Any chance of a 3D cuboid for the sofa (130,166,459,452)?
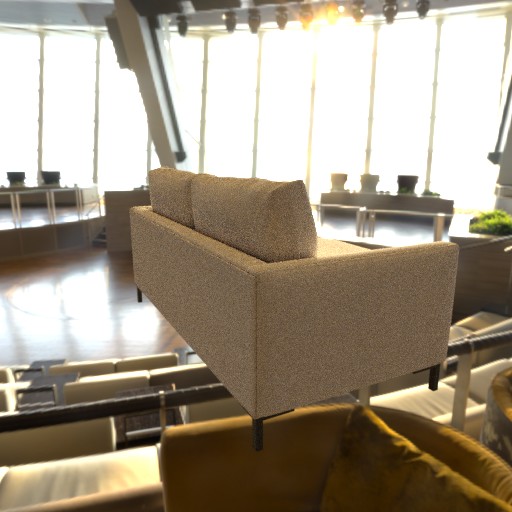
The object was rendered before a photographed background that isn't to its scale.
[{"bbox_3d":[0.000,0.000,2.119,0.839,0.812,1.651,-7,15,-27],"label":"sofa"}]
